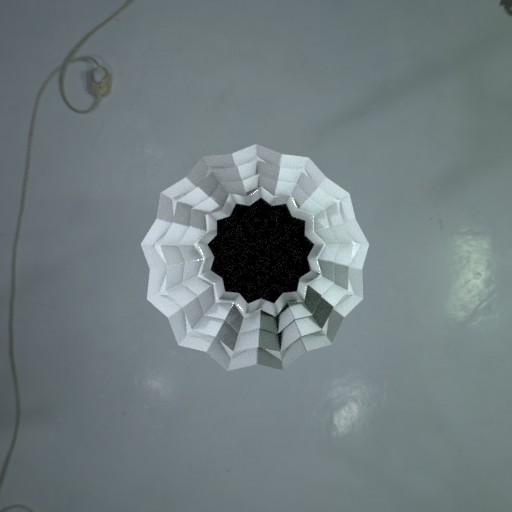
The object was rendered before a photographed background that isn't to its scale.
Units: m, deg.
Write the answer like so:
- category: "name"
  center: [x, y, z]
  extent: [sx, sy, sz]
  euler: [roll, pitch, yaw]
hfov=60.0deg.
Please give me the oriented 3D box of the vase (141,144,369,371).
- category: "vase"
  center: [0.000, 0.000, 0.309]
  extent: [0.164, 0.185, 0.164]
  euler: [0, 88, -2]
